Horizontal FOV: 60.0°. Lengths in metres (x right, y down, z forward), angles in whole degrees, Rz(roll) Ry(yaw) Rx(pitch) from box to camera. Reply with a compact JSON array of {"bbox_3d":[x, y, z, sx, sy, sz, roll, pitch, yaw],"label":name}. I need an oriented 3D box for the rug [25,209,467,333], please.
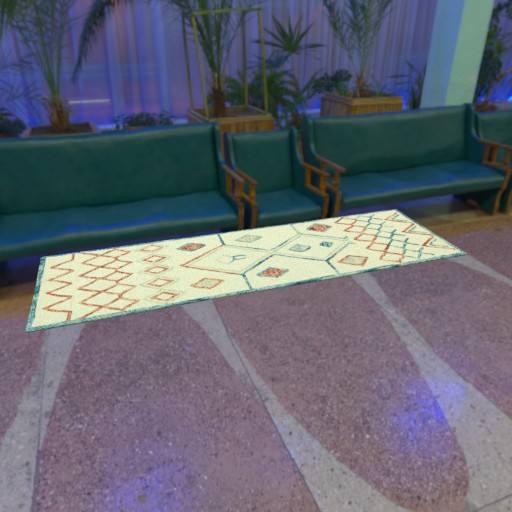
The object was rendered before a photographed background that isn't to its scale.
[{"bbox_3d":[0.000,0.000,2.645,2.435,0.011,0.750,-9,29,-16],"label":"rug"}]
